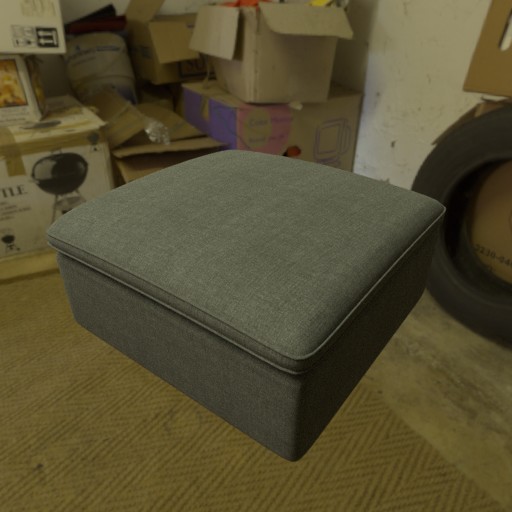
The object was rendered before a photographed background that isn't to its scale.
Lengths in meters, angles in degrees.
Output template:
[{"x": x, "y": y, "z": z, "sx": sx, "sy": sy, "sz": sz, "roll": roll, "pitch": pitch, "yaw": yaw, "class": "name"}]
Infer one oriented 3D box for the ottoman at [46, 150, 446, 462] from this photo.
[{"x": 0.000, "y": 0.000, "z": 1.682, "sx": 1.067, "sy": 0.559, "sz": 1.067, "roll": 21, "pitch": 37, "yaw": 31, "class": "ottoman"}]
